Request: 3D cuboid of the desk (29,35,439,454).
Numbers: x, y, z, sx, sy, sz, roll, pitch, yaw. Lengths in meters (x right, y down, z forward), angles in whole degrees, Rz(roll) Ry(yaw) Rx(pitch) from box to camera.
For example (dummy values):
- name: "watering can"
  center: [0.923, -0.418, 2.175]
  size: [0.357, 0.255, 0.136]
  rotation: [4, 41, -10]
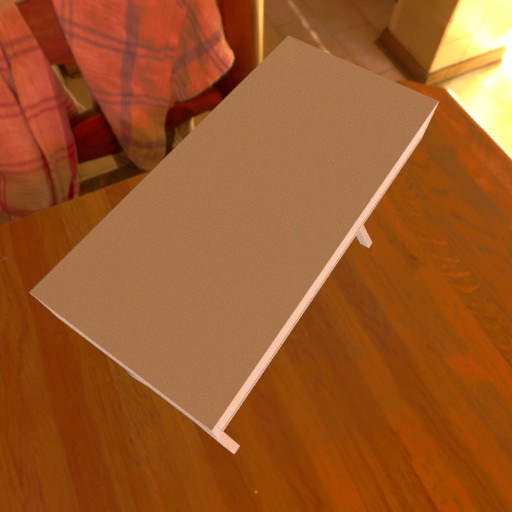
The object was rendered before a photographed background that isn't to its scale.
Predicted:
- name: "desk"
  center: [0.000, 0.000, 1.459]
  size: [0.525, 0.780, 1.057]
  rotation: [31, 66, 15]
